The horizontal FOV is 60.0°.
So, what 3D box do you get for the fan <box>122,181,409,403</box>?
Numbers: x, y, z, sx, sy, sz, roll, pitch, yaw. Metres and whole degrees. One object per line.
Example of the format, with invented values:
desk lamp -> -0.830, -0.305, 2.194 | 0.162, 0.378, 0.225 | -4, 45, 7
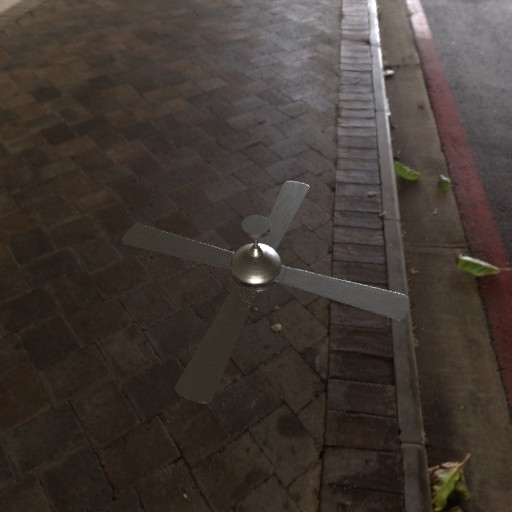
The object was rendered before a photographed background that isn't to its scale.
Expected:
fan -> 0.000, 0.000, 2.004 | 1.321, 0.381, 1.321 | 32, 54, 27
